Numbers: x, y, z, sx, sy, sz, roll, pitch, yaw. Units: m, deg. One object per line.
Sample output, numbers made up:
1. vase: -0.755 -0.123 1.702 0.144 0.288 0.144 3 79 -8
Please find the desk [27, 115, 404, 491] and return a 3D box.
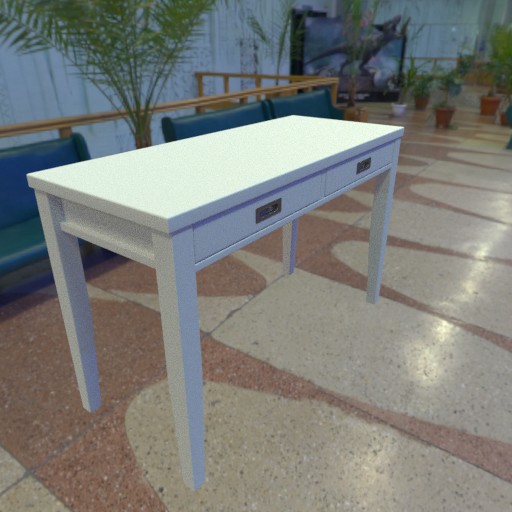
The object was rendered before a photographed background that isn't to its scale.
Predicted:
1. desk: 0.000 0.000 1.565 0.508 0.775 1.220 18 31 33
